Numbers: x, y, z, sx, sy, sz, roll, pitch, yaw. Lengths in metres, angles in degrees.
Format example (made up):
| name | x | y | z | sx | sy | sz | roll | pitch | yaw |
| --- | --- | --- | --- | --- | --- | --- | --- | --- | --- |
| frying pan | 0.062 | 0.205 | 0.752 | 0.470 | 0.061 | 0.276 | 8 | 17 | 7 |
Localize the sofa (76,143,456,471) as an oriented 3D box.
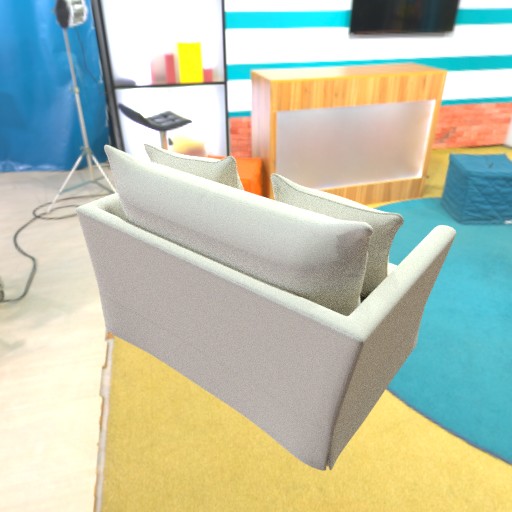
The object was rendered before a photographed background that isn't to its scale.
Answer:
| name | x | y | z | sx | sy | sz | roll | pitch | yaw |
| --- | --- | --- | --- | --- | --- | --- | --- | --- | --- |
| sofa | 0.000 | 0.000 | 2.255 | 1.608 | 1.039 | 1.026 | 22 | 37 | 32 |
